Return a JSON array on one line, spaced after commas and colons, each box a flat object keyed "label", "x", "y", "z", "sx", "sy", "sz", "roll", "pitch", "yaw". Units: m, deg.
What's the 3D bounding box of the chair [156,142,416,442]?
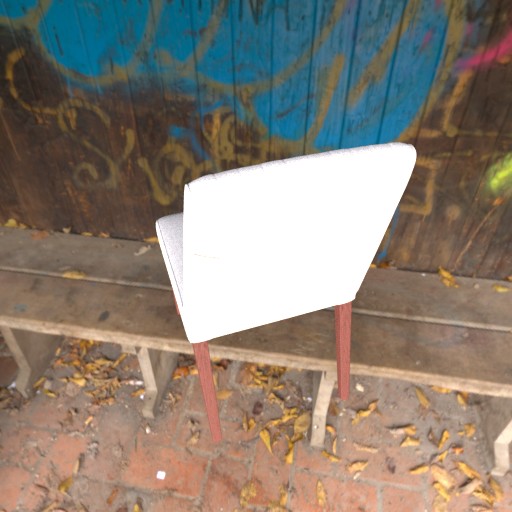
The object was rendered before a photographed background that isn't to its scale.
[{"label": "chair", "x": 0.000, "y": 0.000, "z": 1.232, "sx": 0.480, "sy": 0.900, "sz": 0.594, "roll": -13, "pitch": 43, "yaw": -14}]
